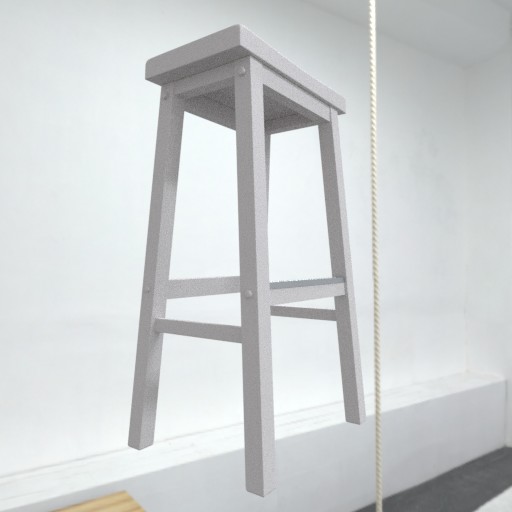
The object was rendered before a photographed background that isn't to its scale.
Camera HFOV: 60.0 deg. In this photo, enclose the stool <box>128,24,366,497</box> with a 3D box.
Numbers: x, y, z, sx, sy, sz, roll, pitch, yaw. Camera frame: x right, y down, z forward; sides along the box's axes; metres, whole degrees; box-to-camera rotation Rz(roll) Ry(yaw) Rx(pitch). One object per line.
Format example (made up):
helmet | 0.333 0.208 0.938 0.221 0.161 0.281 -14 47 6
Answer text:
stool | 0.000 0.000 0.935 0.322 0.742 0.406 -1 -1 36
